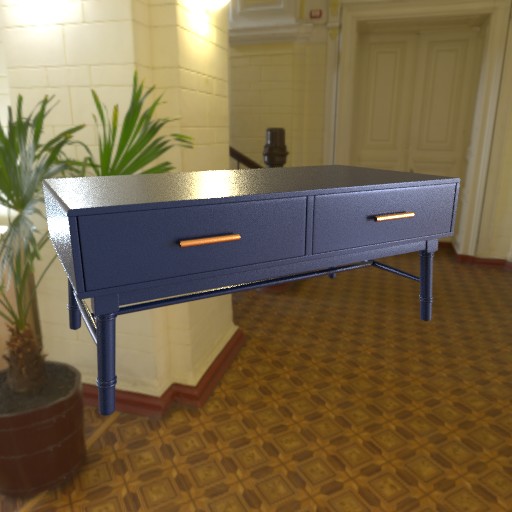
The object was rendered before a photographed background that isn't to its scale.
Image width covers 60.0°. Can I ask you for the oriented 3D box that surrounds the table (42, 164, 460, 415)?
[{"bbox_3d":[0.000,0.000,1.324,1.067,0.457,0.572,-9,18,-28],"label":"table"}]
